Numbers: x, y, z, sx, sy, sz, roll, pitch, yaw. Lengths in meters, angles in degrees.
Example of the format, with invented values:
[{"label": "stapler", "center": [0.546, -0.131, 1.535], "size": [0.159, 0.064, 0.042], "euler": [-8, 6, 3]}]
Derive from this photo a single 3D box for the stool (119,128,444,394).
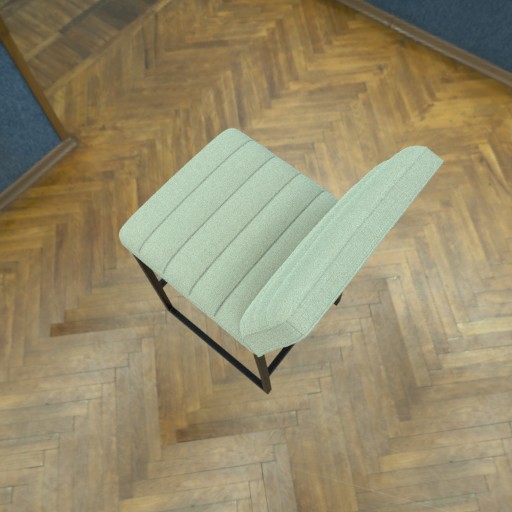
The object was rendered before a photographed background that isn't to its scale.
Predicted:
[{"label": "stool", "center": [0.000, 0.000, 1.245], "size": [0.560, 0.940, 0.460], "euler": [37, 71, 15]}]
